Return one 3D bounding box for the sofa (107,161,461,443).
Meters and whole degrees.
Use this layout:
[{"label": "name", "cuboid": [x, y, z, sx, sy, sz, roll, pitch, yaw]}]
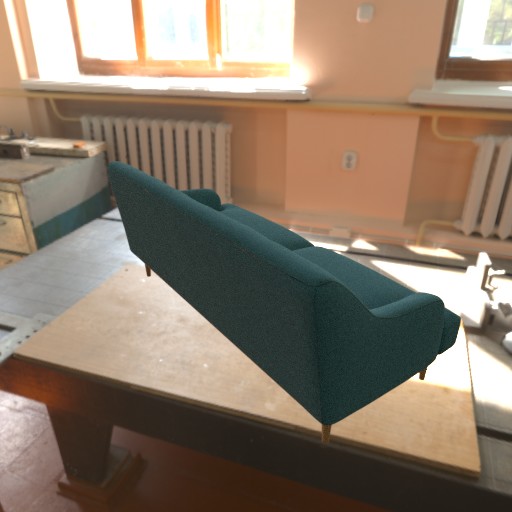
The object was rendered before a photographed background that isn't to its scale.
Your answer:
[{"label": "sofa", "cuboid": [0.000, 0.000, 2.560, 0.978, 0.871, 2.057, -17, 31, -32]}]
